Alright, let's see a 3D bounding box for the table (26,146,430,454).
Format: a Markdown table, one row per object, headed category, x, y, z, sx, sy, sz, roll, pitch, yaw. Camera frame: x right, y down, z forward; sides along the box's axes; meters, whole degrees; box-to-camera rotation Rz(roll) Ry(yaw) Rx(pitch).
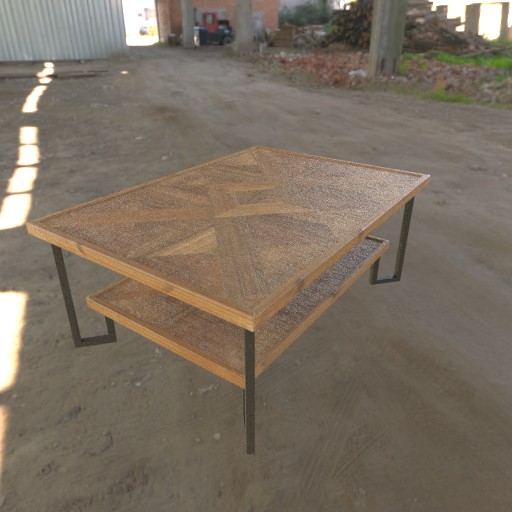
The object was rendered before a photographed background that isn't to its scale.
| category | x | y | z | sx | sy | sz | roll | pitch | yaw |
| --- | --- | --- | --- | --- | --- | --- | --- | --- | --- |
| table | 0.000 | 0.000 | 1.709 | 0.877 | 0.492 | 1.238 | 18 | 32 | 31 |
